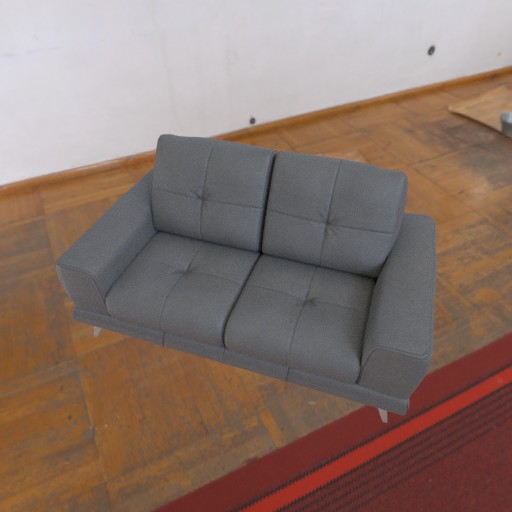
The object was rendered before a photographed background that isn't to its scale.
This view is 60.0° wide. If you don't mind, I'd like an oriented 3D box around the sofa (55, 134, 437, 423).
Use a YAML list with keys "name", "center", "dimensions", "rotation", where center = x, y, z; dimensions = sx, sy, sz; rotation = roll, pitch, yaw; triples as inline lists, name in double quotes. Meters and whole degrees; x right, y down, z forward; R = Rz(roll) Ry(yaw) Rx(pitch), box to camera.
- name: "sofa"
  center: [0.000, 0.000, 2.348]
  dimensions: [1.806, 0.907, 1.018]
  rotation: [13, 43, 14]
